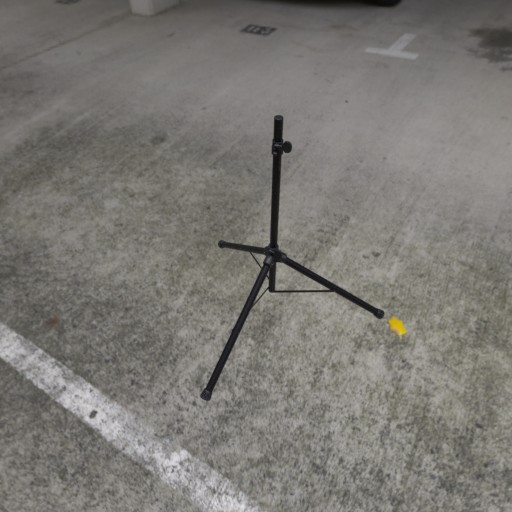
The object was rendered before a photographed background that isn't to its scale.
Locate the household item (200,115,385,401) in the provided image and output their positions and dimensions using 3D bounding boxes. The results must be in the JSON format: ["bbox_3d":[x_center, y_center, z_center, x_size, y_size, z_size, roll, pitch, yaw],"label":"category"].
[{"bbox_3d":[0.000,0.000,1.872,1.045,1.136,0.907,25,52,22],"label":"household item"}]
